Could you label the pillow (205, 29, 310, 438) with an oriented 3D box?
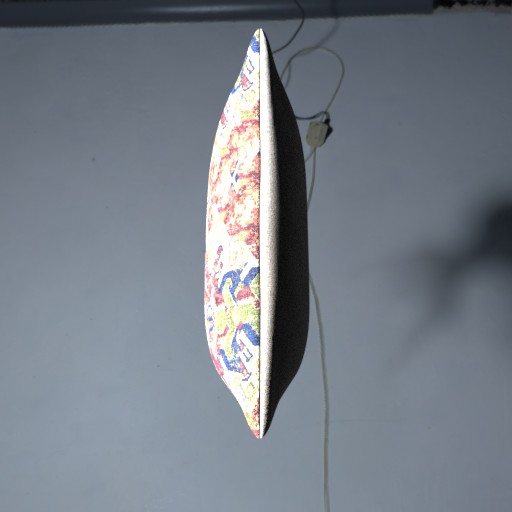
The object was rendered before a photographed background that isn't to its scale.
[{"bbox_3d":[0.000,0.000,0.776,0.166,0.506,0.523,0,76,0],"label":"pillow"}]
